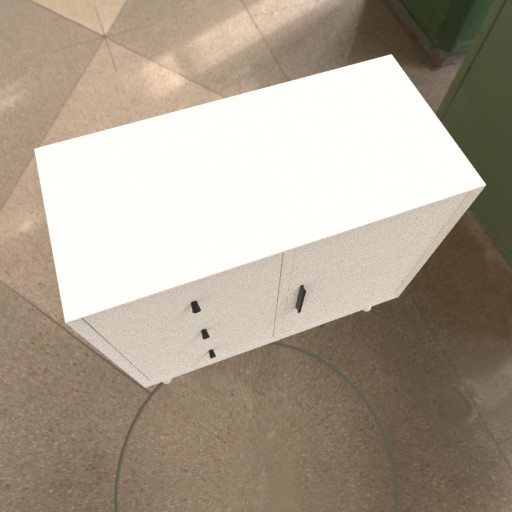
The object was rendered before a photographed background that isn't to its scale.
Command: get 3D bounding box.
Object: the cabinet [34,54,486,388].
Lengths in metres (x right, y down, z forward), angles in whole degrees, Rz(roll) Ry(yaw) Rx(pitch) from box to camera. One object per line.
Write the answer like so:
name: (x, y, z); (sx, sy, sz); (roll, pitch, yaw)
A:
cabinet: (0.000, 0.000, 1.203); (0.800, 0.761, 0.398); (-18, 65, -9)
